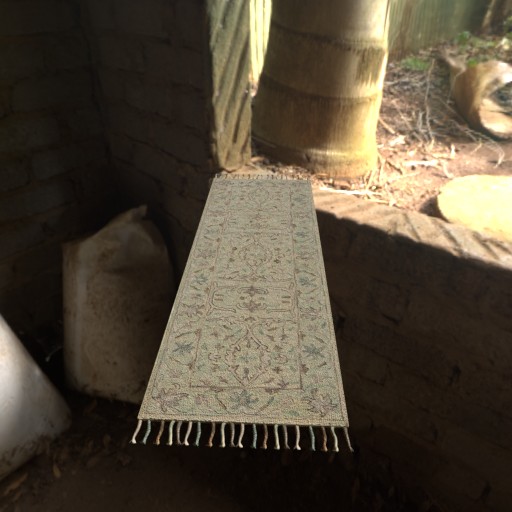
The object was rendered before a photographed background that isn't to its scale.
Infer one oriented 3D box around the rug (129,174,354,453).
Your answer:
[{"bbox_3d":[0.000,0.000,2.535,0.769,0.013,2.440,1,32,2],"label":"rug"}]
